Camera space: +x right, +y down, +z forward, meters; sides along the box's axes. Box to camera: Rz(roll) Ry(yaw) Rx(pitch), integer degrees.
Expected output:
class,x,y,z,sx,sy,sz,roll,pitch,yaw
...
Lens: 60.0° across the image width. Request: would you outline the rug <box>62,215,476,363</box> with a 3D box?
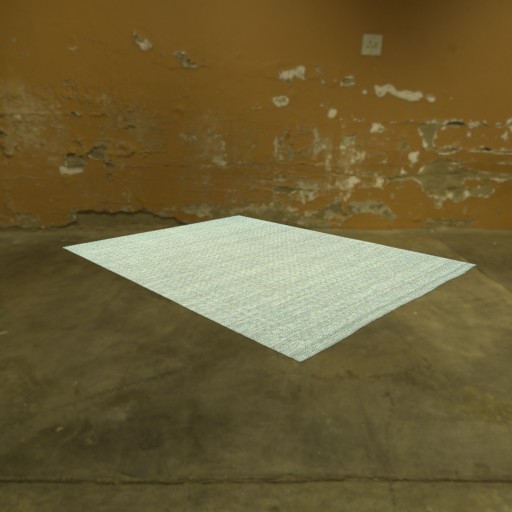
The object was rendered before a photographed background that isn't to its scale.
class,x,y,z,sx,sy,sz,roll,pitch,yaw
rug,0.000,0.000,4.244,2.443,0.007,3.200,-15,22,-42
